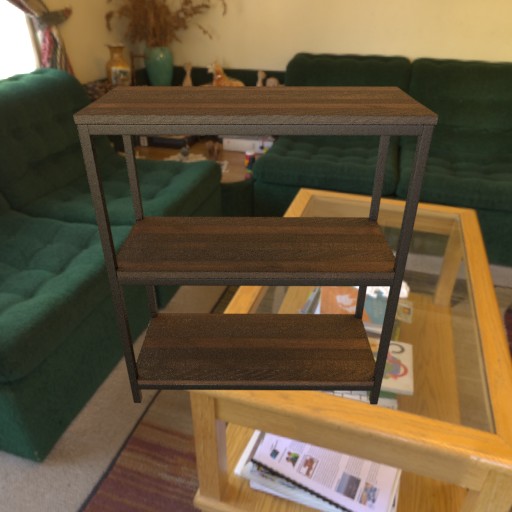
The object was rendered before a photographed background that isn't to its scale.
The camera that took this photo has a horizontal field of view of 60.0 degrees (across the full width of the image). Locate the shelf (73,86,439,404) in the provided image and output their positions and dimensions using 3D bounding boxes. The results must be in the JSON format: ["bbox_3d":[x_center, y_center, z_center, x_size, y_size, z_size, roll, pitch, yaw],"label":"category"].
[{"bbox_3d":[0.000,0.000,1.391,0.822,0.947,0.352,0,31,0],"label":"shelf"}]
